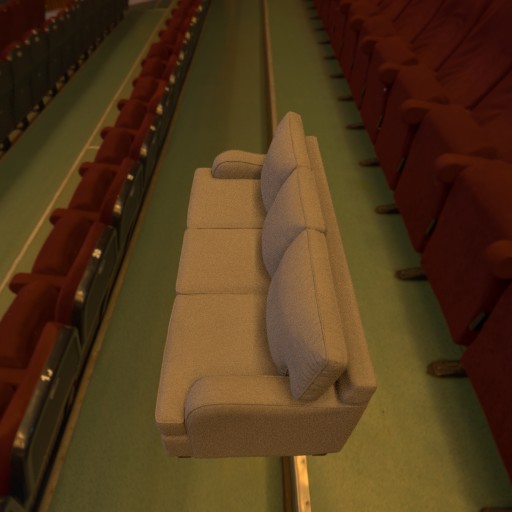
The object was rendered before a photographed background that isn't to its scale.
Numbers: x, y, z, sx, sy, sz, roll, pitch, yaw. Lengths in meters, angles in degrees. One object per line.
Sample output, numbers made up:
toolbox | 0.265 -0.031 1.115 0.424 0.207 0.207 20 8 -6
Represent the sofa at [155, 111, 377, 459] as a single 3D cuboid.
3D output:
sofa | 0.000 0.000 2.913 1.016 0.991 2.323 -1 42 -1
